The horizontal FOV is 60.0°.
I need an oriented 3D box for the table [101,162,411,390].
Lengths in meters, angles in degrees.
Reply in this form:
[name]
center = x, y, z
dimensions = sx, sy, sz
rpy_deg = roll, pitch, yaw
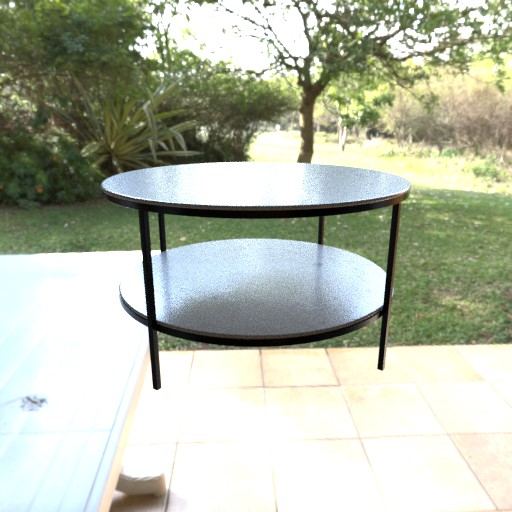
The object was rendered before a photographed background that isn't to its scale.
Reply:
[table]
center = 0.000, 0.000, 1.270
dimensions = 0.800, 0.450, 0.800
rpy_deg = 0, 18, 0
